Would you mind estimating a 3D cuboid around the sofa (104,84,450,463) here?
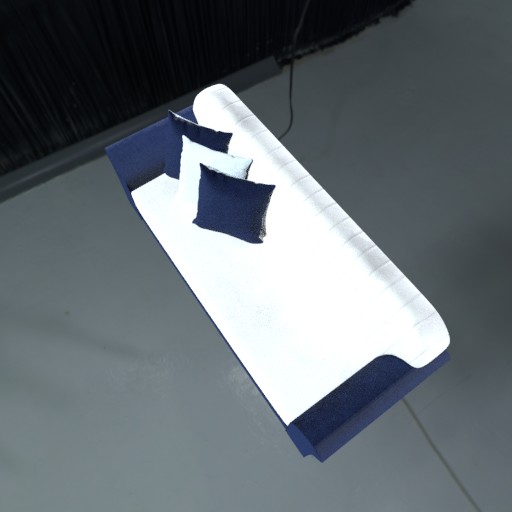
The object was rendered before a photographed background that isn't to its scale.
[{"bbox_3d":[0.000,0.000,2.425,0.749,0.789,2.006,-32,67,-15],"label":"sofa"}]
